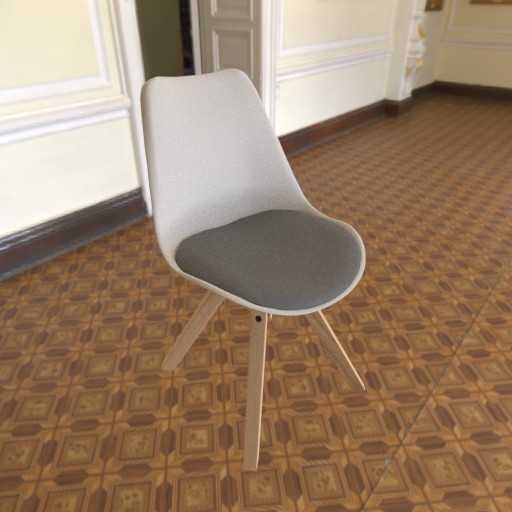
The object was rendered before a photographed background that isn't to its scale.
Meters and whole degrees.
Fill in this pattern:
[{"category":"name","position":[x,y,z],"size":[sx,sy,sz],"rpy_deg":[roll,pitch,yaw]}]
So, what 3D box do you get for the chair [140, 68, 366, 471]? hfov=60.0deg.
[{"category":"chair","position":[0.000,0.000,1.172],"size":[0.485,0.850,0.550],"rpy_deg":[-22,37,-32]}]
